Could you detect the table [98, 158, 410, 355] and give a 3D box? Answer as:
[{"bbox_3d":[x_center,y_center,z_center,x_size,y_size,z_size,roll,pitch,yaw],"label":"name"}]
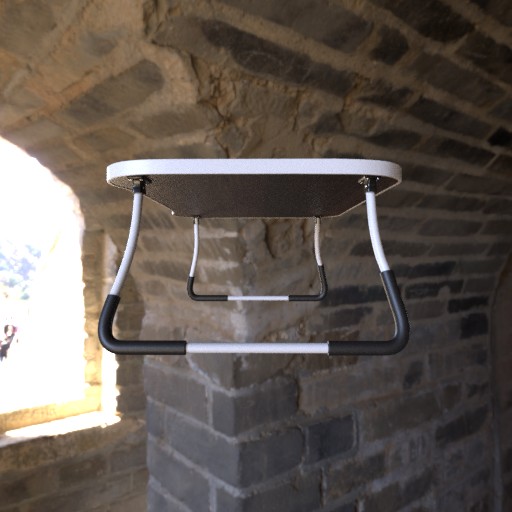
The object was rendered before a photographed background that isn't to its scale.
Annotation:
[{"bbox_3d":[0.000,0.000,0.833,0.400,0.232,0.660,0,0,1],"label":"table"}]
